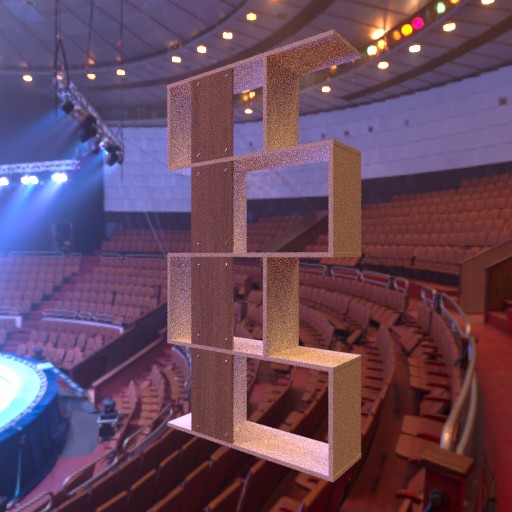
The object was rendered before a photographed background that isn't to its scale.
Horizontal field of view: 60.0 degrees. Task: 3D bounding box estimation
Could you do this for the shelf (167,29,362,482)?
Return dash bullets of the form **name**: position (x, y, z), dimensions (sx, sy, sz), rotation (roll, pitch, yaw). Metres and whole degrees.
- **shelf**: position (0.000, 0.000, 1.979), dimensions (0.890, 1.650, 0.250), rotation (0, 0, 37)
